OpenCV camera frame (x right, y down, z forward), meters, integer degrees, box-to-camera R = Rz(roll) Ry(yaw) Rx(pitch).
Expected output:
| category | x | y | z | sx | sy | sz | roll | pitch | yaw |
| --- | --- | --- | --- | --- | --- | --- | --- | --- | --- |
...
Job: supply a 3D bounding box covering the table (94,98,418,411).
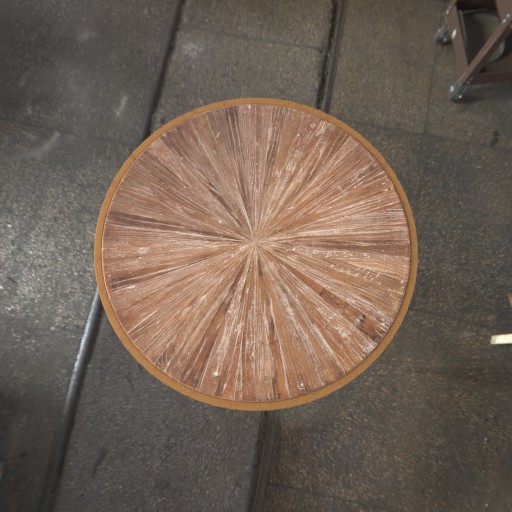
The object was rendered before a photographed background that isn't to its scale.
| category | x | y | z | sx | sy | sz | roll | pitch | yaw |
| --- | --- | --- | --- | --- | --- | --- | --- | --- | --- |
| table | 0.000 | 0.000 | 1.568 | 1.001 | 0.409 | 1.001 | 0 | 76 | 0 |
